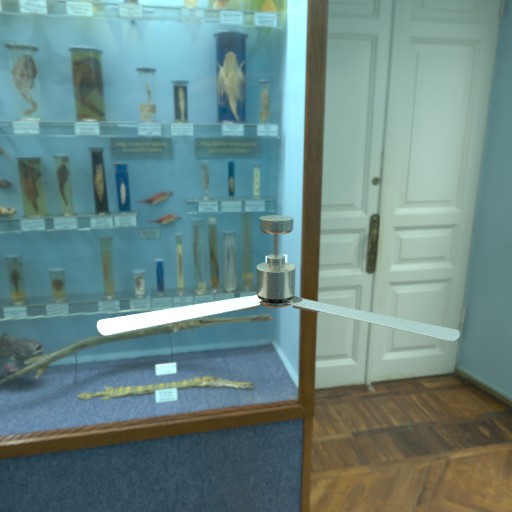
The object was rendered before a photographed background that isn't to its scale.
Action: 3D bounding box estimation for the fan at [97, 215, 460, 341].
[{"bbox_3d":[0.000,0.000,2.383,1.561,0.446,1.531,-2,15,-10],"label":"fan"}]
